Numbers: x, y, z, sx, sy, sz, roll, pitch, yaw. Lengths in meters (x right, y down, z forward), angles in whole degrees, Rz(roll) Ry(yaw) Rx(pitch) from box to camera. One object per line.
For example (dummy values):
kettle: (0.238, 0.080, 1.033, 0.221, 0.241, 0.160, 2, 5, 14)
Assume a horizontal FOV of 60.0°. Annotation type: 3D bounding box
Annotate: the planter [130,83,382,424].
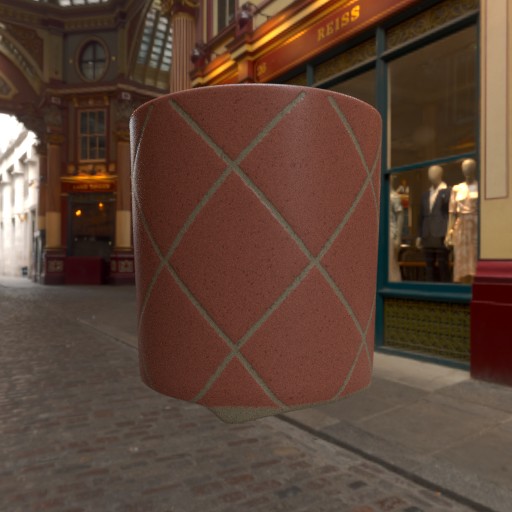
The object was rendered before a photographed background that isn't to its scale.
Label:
planter: (0.000, 0.000, 0.349, 0.191, 0.200, 0.191, 0, 1, 0)
